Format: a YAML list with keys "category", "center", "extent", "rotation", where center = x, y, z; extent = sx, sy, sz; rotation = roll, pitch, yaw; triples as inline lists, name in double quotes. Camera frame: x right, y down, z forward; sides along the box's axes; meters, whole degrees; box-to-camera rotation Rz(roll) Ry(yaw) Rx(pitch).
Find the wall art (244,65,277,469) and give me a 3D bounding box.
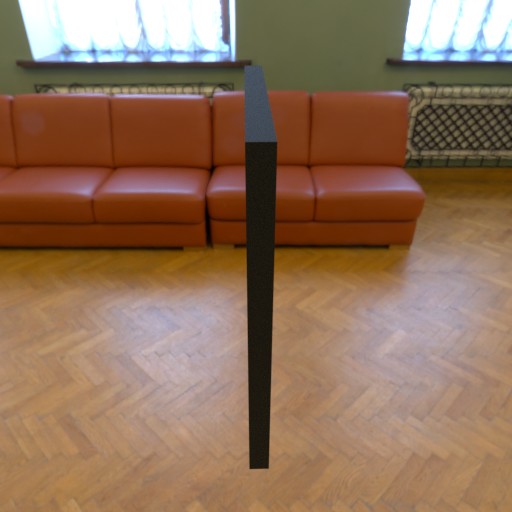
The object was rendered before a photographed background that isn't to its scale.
- category: "wall art"
  center: [0.000, 0.000, 0.789]
  extent: [0.033, 0.559, 0.457]
  rotation: [-1, 32, -1]
